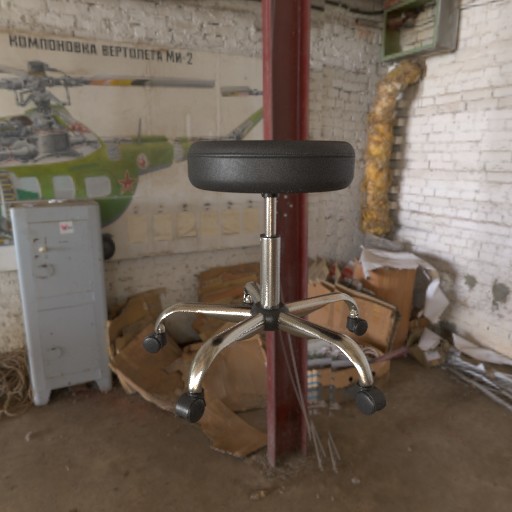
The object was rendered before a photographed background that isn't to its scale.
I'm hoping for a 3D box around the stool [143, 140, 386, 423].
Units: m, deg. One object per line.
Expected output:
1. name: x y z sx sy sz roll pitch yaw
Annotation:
1. stool: 0.000 0.000 1.153 0.638 0.576 0.673 2 13 9
